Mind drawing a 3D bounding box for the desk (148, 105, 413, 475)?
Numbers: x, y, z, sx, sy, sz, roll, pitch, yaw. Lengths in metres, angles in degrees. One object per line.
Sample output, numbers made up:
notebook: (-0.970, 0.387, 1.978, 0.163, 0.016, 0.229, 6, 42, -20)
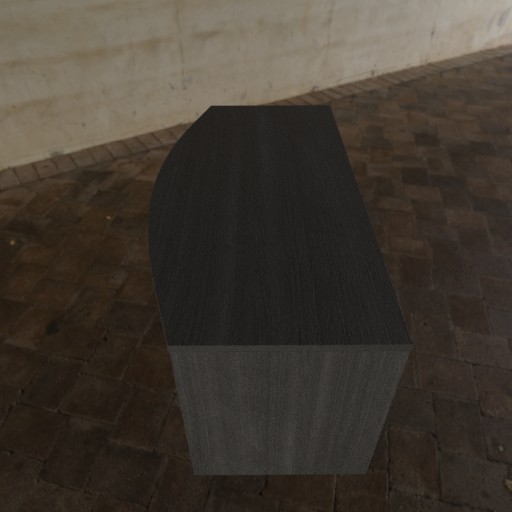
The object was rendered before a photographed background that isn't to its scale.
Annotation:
desk: (0.000, 0.000, 1.995, 0.802, 0.750, 1.600, 0, 40, 0)
